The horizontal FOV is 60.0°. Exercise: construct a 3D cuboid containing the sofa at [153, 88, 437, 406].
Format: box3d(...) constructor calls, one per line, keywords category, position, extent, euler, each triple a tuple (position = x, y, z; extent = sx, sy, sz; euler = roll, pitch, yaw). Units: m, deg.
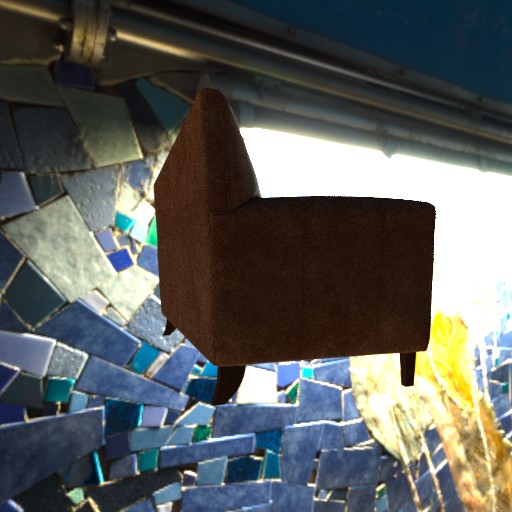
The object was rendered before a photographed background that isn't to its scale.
box3d(category="sofa", position=(0.000, 0.000, 1.985), extent=(0.787, 0.871, 1.473), euler=(0, -1, -18))
